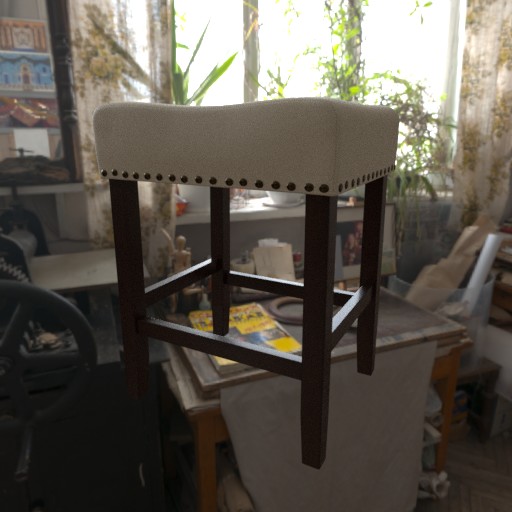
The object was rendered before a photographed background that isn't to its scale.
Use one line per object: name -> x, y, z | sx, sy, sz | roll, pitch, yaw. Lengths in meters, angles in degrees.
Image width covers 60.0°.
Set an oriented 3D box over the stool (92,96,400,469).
stool -> 0.000, 0.000, 0.936 | 0.471, 0.609, 0.401 | 9, 19, 27
